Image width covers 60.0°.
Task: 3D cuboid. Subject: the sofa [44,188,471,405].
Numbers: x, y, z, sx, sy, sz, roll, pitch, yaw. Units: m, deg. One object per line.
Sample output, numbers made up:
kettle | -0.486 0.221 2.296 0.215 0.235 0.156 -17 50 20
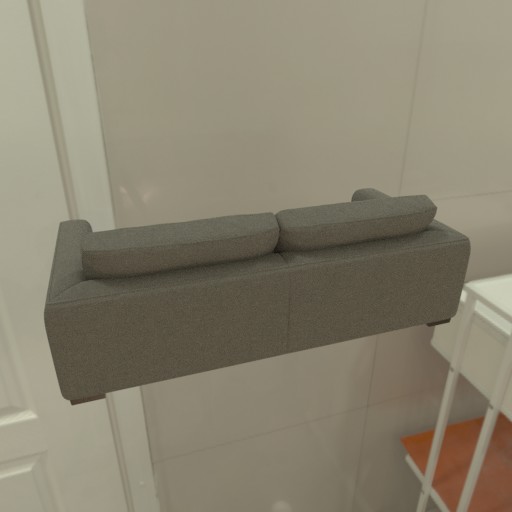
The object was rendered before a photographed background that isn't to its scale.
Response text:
sofa | 0.000 0.000 2.686 2.262 0.801 1.070 -8 27 -17
